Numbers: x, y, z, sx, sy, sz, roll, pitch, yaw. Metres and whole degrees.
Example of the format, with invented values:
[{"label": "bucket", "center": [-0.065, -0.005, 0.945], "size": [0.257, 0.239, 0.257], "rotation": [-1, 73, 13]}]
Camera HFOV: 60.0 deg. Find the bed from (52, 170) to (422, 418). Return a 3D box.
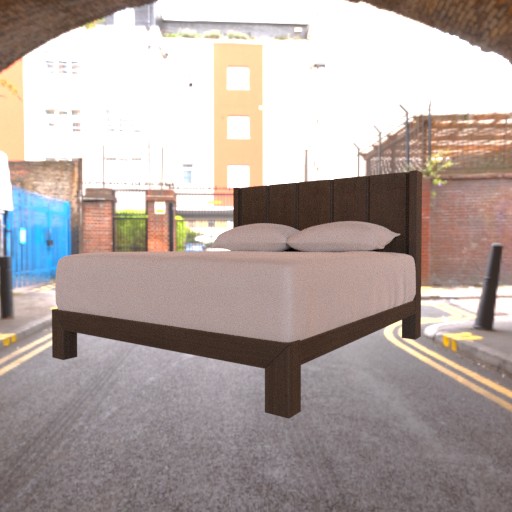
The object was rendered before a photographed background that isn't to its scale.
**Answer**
[{"label": "bed", "center": [0.000, 0.000, 3.087], "size": [1.735, 1.261, 1.992], "rotation": [1, 2, 35]}]
